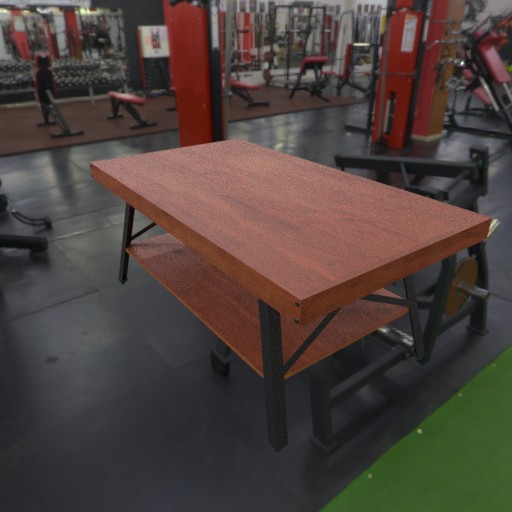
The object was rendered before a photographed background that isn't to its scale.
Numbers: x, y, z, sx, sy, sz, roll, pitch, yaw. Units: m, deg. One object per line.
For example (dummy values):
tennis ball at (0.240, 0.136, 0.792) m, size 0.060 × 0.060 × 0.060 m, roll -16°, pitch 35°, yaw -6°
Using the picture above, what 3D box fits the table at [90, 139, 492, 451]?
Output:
table at (0.000, 0.000, 1.377) m, size 0.610 × 0.457 × 1.067 m, roll -19°, pitch 32°, yaw -32°
